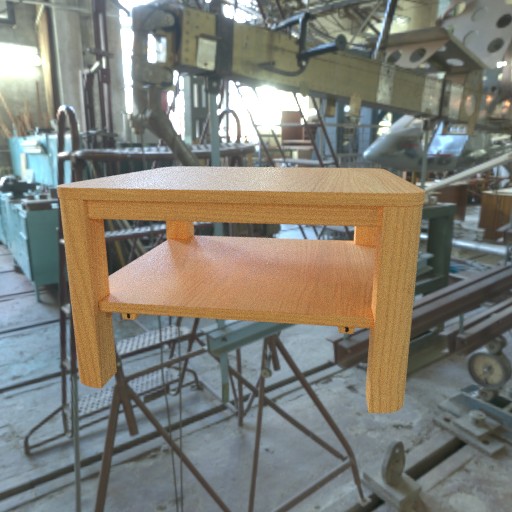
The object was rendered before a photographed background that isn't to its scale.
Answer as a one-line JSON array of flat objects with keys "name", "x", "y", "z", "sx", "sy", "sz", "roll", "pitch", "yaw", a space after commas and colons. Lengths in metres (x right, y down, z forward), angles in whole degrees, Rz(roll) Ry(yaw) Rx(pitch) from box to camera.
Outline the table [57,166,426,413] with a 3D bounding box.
[{"name": "table", "x": 0.000, "y": 0.000, "z": 1.253, "sx": 0.750, "sy": 0.450, "sz": 0.750, "roll": 2, "pitch": 15, "yaw": 9}]
